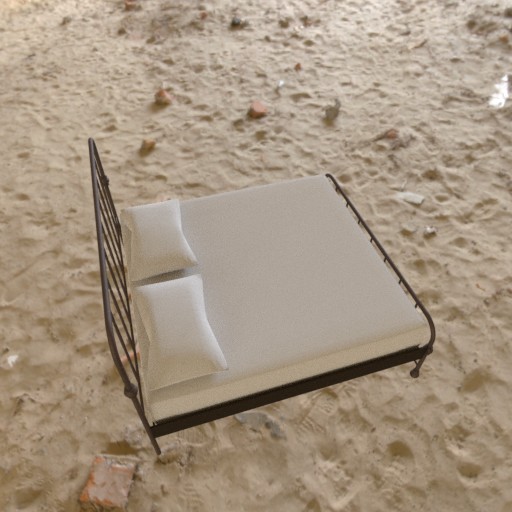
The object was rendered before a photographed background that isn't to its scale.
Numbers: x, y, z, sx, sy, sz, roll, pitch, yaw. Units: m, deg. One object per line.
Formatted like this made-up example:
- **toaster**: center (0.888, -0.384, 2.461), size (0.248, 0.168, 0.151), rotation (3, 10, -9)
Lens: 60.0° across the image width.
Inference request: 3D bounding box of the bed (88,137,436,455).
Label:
- **bed**: center (0.000, 0.000, 3.476), size (2.134, 1.446, 2.044), rotation (-13, 48, -12)
